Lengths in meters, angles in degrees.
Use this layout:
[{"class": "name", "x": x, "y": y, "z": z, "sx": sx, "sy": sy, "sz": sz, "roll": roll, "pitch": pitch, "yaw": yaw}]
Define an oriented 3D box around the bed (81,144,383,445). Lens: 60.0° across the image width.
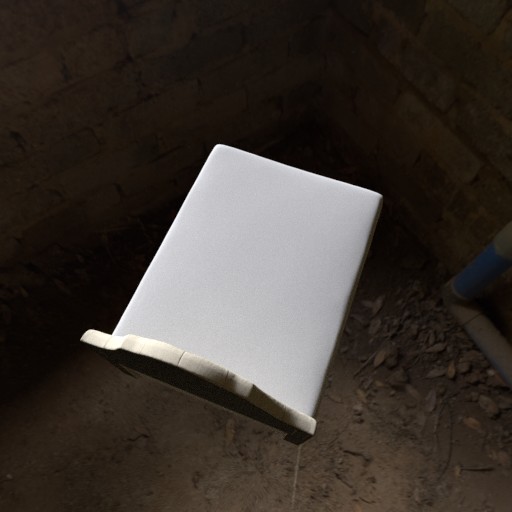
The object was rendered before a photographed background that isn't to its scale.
[{"class": "bed", "x": 0.000, "y": 0.000, "z": 3.261, "sx": 1.627, "sy": 1.575, "sz": 2.092, "roll": 19, "pitch": 66, "yaw": 9}]
